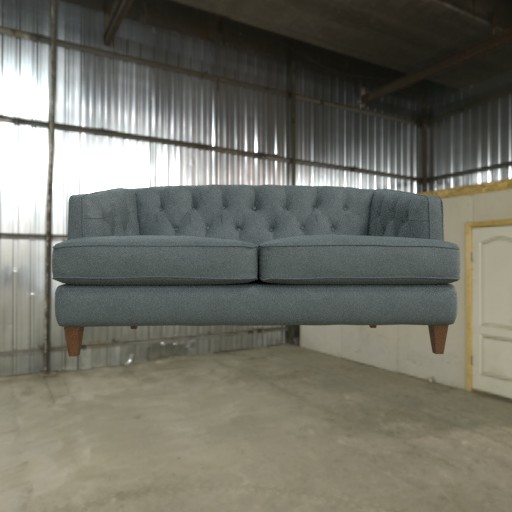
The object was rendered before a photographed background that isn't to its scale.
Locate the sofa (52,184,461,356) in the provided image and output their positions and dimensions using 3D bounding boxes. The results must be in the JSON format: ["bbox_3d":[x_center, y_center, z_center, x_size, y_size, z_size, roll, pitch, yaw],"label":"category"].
[{"bbox_3d":[0.000,0.000,2.278,1.733,0.855,0.941,0,0,-2],"label":"sofa"}]
